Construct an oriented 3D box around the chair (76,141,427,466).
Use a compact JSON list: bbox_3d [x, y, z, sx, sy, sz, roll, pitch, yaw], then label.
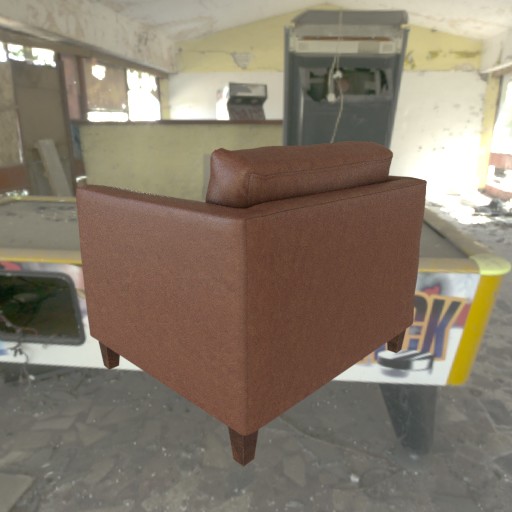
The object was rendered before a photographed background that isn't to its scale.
[{"bbox_3d":[0.000,0.000,1.828,0.959,0.917,1.107,15,22,42],"label":"chair"}]
